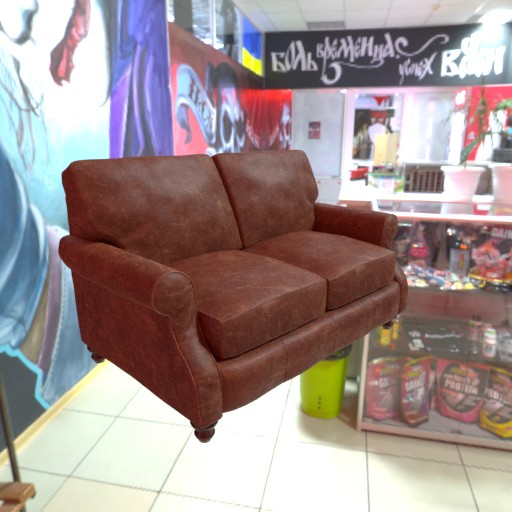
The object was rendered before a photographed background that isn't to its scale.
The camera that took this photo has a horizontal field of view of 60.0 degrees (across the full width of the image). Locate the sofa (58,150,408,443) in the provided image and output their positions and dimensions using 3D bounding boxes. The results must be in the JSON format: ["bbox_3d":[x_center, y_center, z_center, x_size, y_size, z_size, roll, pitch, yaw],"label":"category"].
[{"bbox_3d":[0.000,0.000,2.185,0.990,0.967,1.616,15,22,43],"label":"sofa"}]
